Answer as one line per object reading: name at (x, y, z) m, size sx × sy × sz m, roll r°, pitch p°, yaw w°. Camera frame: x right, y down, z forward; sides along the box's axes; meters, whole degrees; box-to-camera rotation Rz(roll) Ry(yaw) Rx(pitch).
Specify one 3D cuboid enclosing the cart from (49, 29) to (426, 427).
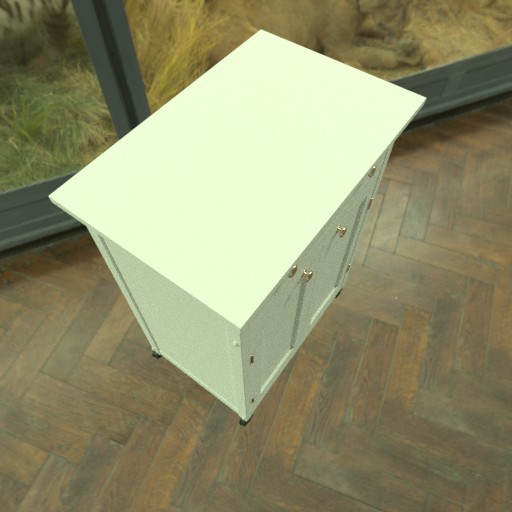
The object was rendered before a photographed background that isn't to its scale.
cart at (0.000, 0.000, 1.253) m, size 0.442 × 0.864 × 0.683 m, roll 32°, pitch 63°, yaw 19°
